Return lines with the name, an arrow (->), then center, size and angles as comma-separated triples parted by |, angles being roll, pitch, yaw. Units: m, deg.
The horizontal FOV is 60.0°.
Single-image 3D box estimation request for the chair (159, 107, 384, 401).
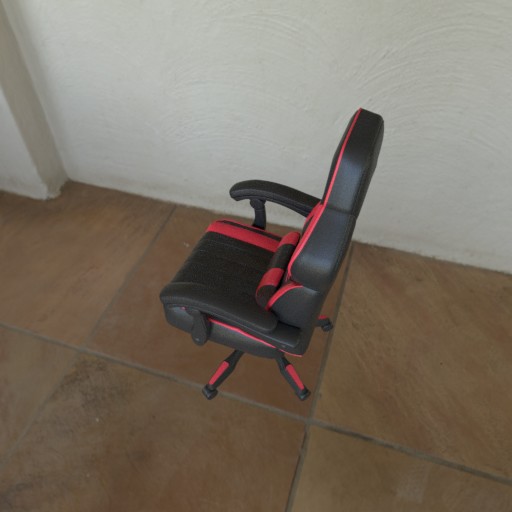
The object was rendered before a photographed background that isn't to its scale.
chair -> 0.000, 0.000, 1.668 | 0.700, 1.220, 0.700 | 16, 49, 14
